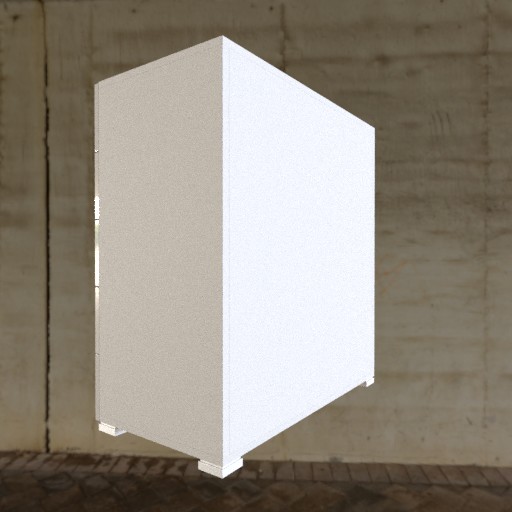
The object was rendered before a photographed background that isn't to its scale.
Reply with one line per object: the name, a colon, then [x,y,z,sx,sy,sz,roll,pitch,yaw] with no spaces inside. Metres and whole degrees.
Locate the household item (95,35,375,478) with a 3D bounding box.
household item: [0.000,0.000,1.316,0.420,0.870,0.800,0,1,36]
